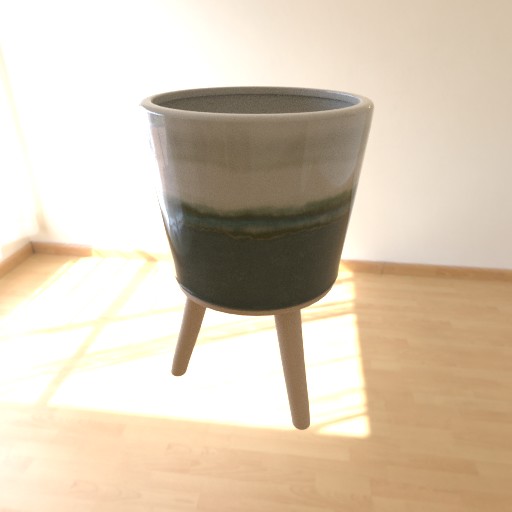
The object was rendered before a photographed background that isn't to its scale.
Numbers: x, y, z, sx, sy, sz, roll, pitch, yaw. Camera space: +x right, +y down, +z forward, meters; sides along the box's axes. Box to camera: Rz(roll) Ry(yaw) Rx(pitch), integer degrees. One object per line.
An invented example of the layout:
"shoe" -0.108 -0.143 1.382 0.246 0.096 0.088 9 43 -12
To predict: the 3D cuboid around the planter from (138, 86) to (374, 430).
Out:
"planter" 0.000 0.000 0.488 0.217 0.331 0.217 -8 28 -16
